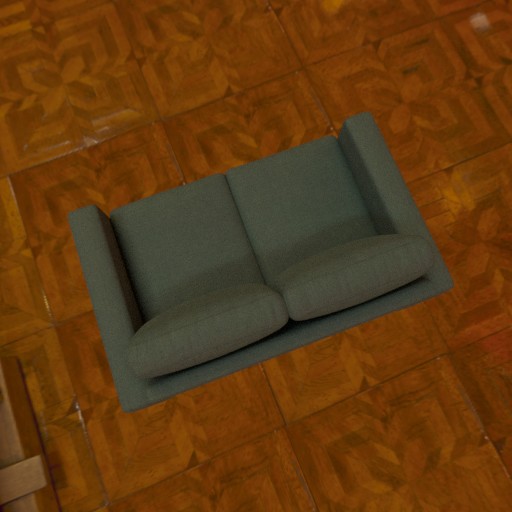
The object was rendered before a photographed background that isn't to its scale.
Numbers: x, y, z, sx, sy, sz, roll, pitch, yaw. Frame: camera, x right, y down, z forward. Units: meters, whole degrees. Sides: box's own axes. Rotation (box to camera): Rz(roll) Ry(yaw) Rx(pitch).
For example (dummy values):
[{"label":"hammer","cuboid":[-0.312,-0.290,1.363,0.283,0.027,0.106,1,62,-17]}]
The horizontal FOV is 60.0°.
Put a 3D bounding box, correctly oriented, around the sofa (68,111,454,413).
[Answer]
[{"label":"sofa","cuboid":[0.000,0.000,2.119,1.489,0.903,0.955,-20,77,-5]}]
